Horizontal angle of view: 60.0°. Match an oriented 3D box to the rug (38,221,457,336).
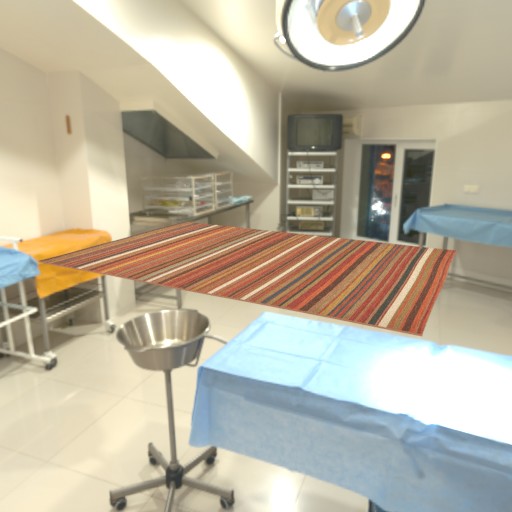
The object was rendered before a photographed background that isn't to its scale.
[{"bbox_3d":[0.000,0.000,2.311,1.828,0.007,1.217,8,17,27],"label":"rug"}]
